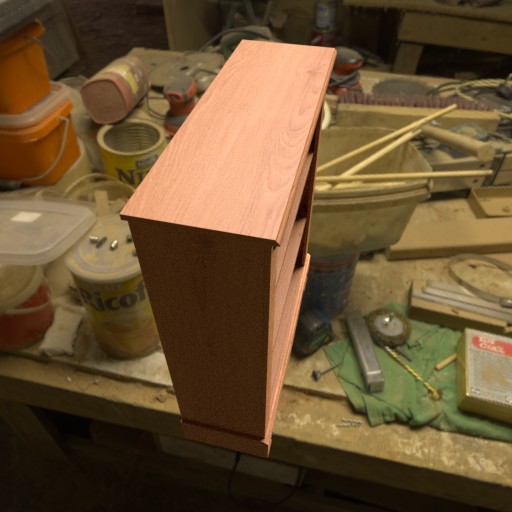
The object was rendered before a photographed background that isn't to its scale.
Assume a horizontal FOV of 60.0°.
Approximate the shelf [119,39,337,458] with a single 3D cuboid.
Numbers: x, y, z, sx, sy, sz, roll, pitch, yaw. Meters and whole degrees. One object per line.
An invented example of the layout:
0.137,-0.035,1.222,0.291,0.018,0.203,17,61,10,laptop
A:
0.000,0.000,1.392,0.291,0.980,0.840,10,47,10,shelf
